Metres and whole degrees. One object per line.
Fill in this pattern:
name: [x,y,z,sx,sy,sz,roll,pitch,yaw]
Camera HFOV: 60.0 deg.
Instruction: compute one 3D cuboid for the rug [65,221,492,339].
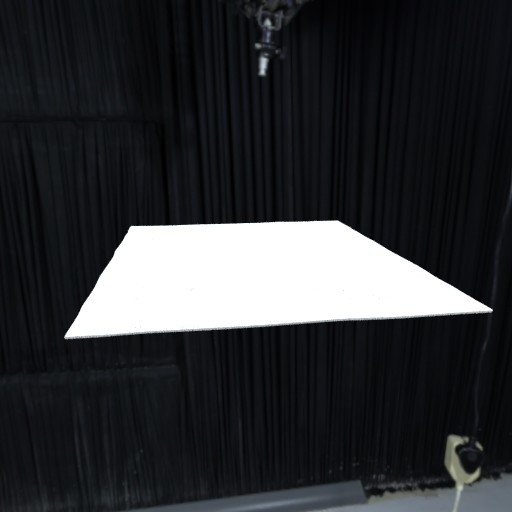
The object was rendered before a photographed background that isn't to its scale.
rug: [0.000,0.000,0.859,0.548,0.006,0.639,-2,16,-8]
